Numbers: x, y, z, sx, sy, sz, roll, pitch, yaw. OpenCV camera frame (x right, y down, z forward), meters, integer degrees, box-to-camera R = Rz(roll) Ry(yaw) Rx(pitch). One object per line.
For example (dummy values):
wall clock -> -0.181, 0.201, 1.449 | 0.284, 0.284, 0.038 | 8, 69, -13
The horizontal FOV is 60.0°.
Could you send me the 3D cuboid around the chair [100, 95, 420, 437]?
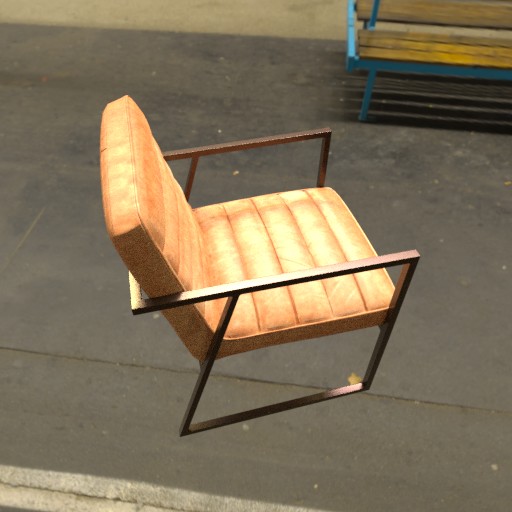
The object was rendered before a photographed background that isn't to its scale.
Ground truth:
chair -> 0.000, 0.000, 1.267 | 0.677, 0.832, 0.571 | -10, 47, -10
